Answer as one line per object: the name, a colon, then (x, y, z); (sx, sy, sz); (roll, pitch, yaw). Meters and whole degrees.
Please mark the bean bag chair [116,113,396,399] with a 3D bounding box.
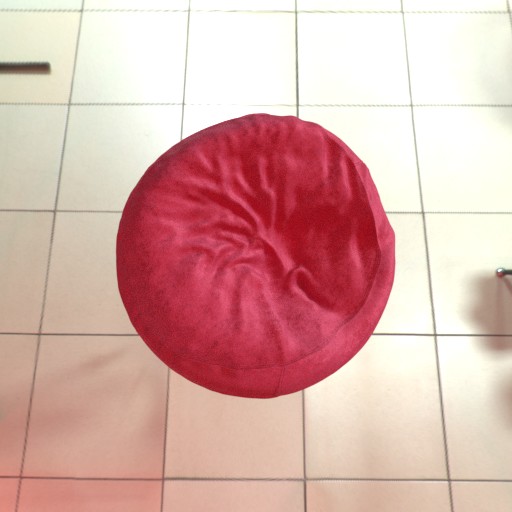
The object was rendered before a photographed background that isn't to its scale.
bean bag chair: (0.000, 0.000, 1.968); (1.218, 0.788, 1.218); (0, 75, 0)
